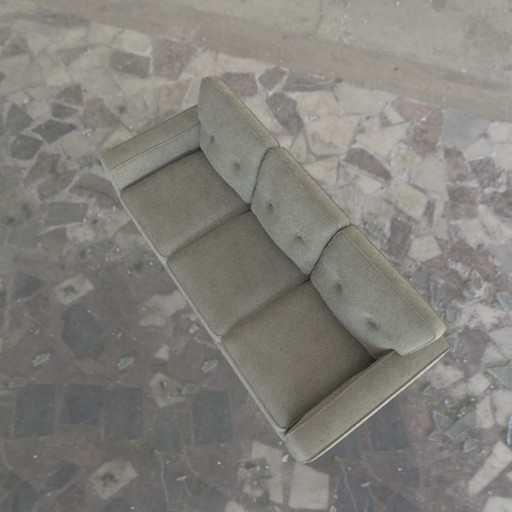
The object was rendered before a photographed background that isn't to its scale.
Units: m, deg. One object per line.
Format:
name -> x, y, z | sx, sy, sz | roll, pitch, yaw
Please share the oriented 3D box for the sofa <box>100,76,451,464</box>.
sofa -> 0.000, 0.000, 2.629 | 0.939, 0.965, 2.133 | -33, 69, -14
